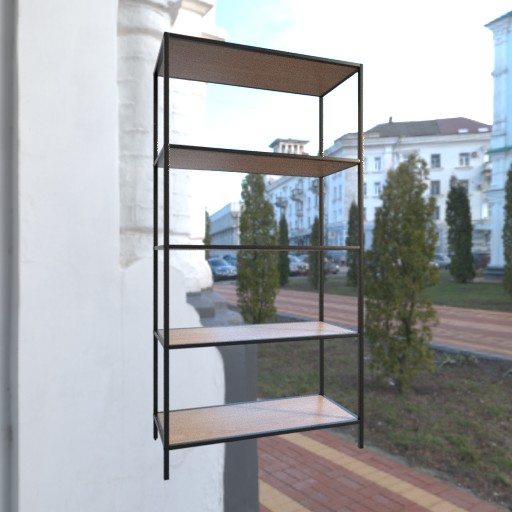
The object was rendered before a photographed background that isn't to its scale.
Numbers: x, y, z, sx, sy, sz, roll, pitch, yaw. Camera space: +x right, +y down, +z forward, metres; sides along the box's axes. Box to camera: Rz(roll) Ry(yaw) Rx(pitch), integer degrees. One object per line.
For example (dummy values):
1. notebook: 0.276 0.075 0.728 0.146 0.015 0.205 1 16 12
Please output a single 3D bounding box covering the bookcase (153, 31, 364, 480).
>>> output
1. bookcase: 0.000 0.000 1.770 0.770 1.500 0.350 0 0 -19
